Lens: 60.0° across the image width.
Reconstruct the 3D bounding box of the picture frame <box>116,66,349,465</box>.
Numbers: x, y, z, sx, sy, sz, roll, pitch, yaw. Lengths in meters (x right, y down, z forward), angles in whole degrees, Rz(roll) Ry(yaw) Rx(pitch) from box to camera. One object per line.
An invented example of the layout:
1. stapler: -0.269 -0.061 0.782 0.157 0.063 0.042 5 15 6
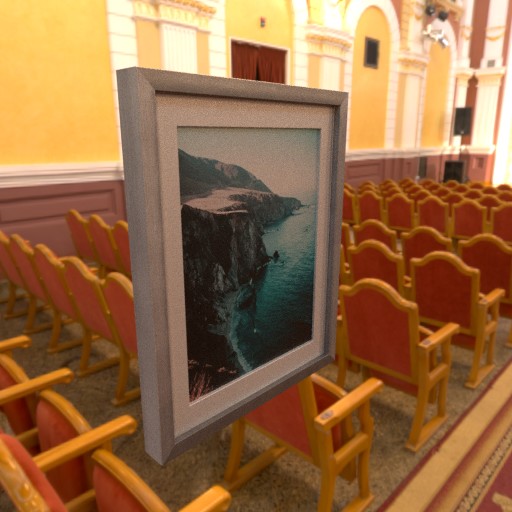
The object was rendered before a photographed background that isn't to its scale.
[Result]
1. picture frame: 0.000 0.000 0.760 0.046 0.555 0.449 14 21 42
